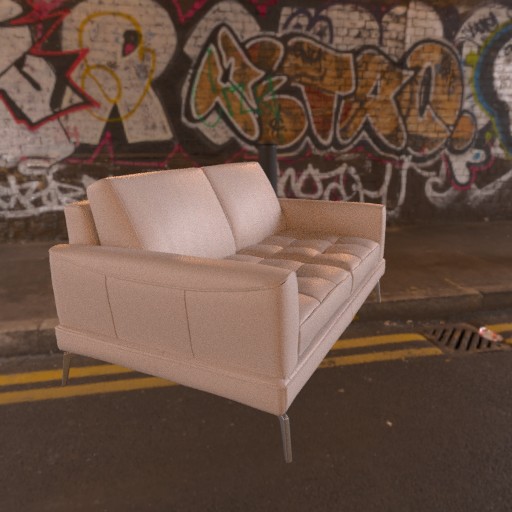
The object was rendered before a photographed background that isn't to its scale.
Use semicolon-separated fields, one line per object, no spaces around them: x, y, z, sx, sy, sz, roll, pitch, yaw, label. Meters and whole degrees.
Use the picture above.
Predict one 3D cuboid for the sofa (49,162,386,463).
0.000;0.000;2.401;1.121;0.930;1.819;7;17;25;sofa
